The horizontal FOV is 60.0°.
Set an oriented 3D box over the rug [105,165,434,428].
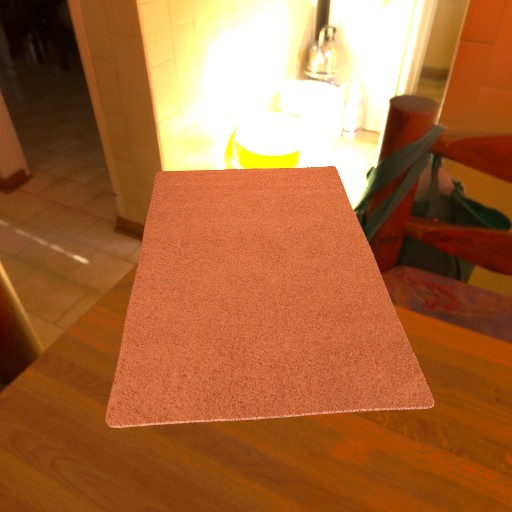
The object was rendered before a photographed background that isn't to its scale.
[{"bbox_3d":[0.000,0.000,3.414,1.801,0.024,2.700,-3,40,-3],"label":"rug"}]
